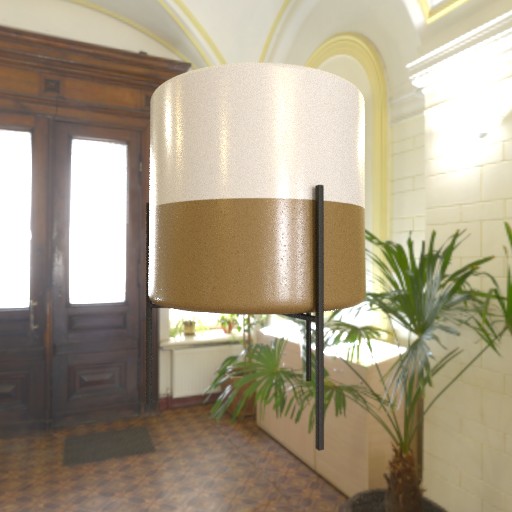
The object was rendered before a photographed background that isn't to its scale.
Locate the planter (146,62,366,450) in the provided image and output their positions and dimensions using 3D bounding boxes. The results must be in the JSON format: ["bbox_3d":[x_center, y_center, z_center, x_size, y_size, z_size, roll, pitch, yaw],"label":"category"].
[{"bbox_3d":[0.000,0.000,0.643,0.310,0.432,0.310,0,0,19],"label":"planter"}]
